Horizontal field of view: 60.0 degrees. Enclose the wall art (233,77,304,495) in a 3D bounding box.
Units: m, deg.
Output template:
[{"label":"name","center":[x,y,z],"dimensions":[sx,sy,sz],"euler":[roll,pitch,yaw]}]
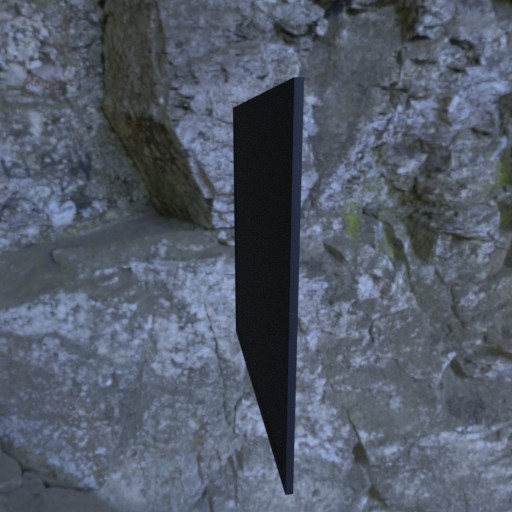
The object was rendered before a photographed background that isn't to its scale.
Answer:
[{"label":"wall art","center":[0.000,0.000,0.828],"dimensions":[0.012,0.558,0.562],"euler":[-3,15,-9]}]
